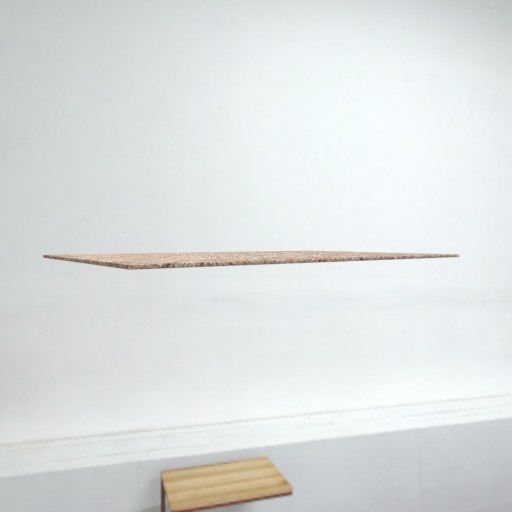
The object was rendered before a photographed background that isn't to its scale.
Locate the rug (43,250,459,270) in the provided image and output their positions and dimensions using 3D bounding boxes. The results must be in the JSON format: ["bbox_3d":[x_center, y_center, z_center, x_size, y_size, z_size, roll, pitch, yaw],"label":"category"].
[{"bbox_3d":[0.000,0.000,2.916,2.285,0.019,1.523,-1,2,-36],"label":"rug"}]
